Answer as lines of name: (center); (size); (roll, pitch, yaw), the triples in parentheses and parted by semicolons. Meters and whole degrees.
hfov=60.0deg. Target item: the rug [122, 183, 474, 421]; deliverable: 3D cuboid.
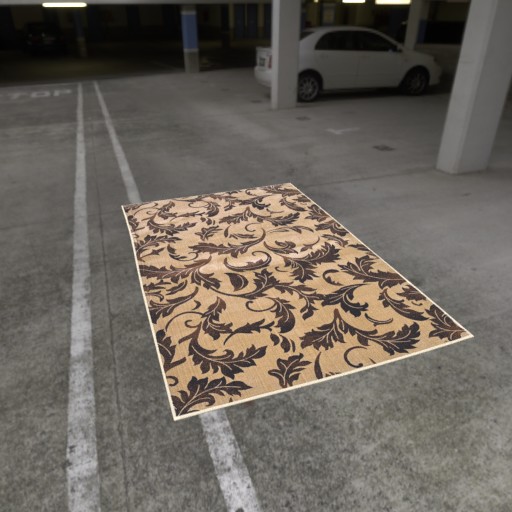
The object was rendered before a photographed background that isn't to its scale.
rug: (0.000, 0.000, 2.922); (1.522, 0.008, 2.284); (-10, 32, -17)
